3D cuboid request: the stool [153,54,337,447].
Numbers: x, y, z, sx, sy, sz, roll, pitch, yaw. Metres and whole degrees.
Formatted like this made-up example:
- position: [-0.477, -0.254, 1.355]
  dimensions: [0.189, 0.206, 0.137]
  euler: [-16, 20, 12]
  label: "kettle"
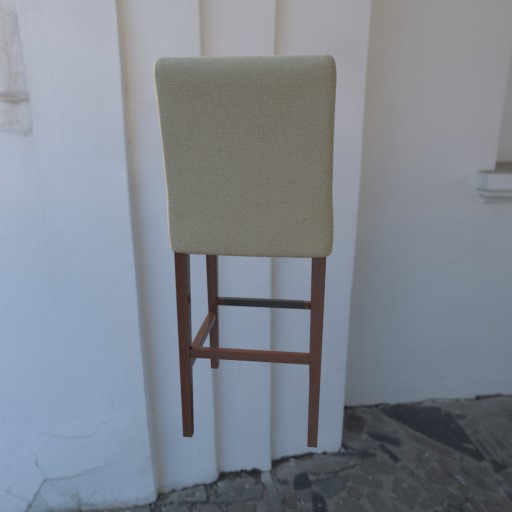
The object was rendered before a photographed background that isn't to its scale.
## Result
- position: [0.000, 0.000, 1.380]
  dimensions: [0.470, 1.078, 0.577]
  euler: [2, 16, 7]
  label: "stool"
